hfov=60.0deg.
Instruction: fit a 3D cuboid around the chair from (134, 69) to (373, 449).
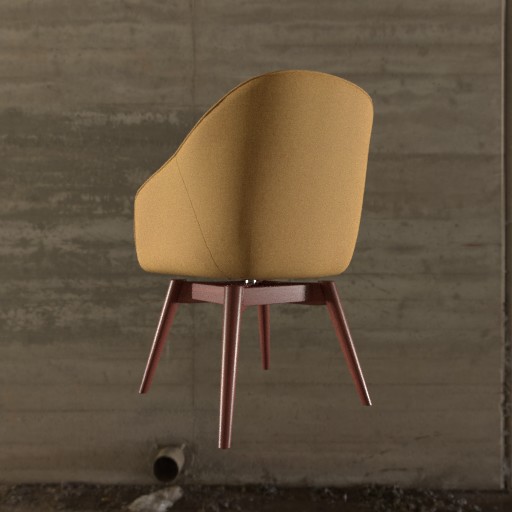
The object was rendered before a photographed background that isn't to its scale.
[{"bbox_3d":[0.000,0.000,1.261,0.596,0.823,0.635,0,0,-36],"label":"chair"}]
